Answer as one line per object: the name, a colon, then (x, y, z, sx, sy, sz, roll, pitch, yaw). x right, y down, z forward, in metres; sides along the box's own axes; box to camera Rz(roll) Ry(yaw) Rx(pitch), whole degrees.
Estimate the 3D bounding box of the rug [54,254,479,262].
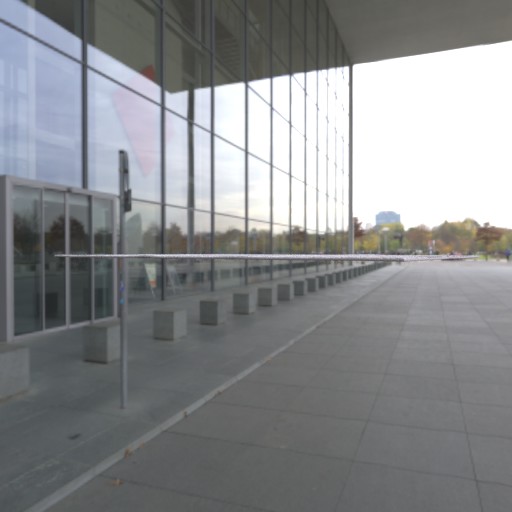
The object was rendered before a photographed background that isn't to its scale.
rug: (0.000, 0.000, 1.046, 0.867, 0.007, 0.515, 0, 1, 37)
